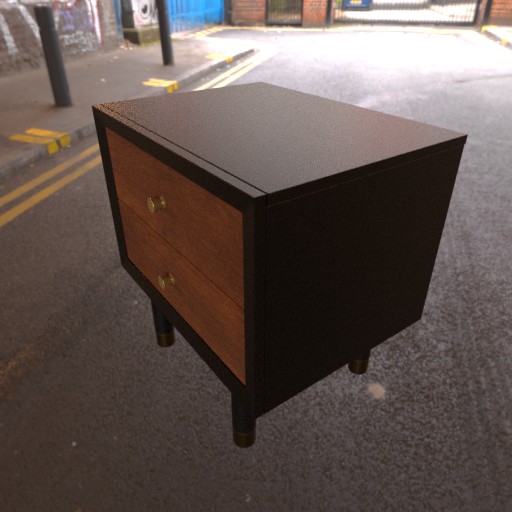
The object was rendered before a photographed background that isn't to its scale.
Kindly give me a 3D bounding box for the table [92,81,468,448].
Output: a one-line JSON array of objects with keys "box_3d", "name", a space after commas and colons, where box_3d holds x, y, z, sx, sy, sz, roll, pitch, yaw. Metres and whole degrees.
[{"box_3d": [0.000, 0.000, 0.956, 0.441, 0.584, 0.564, -21, 37, -30], "name": "table"}]
